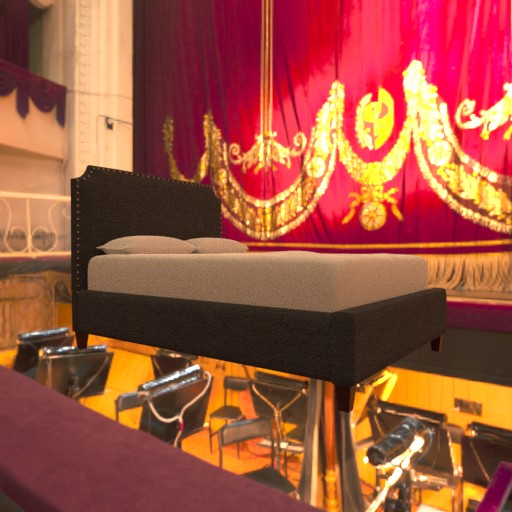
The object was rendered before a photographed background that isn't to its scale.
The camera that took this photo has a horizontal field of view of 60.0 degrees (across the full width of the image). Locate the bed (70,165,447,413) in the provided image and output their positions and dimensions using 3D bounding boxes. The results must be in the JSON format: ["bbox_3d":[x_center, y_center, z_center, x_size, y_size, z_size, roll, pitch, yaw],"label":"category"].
[{"bbox_3d":[0.000,0.000,3.408,2.372,1.443,1.713,1,1,37],"label":"bed"}]
